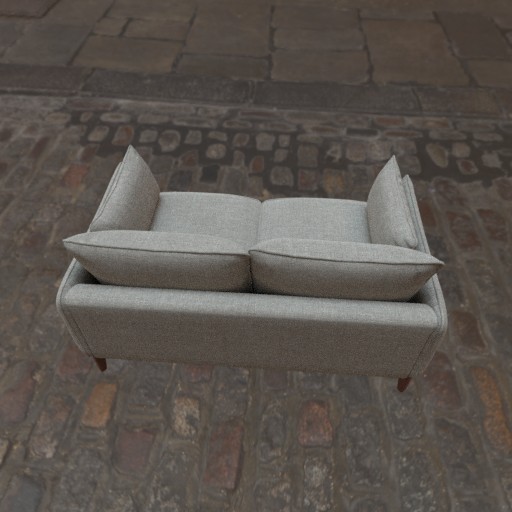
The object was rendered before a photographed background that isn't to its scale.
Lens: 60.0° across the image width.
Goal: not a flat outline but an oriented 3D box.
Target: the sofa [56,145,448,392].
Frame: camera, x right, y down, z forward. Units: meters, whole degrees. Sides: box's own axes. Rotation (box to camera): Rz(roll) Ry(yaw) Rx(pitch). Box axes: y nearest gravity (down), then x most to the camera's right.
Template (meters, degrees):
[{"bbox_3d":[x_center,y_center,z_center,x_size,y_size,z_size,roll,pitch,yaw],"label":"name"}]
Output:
[{"bbox_3d":[0.000,0.000,2.138,1.580,0.851,0.972,3,47,3],"label":"sofa"}]
